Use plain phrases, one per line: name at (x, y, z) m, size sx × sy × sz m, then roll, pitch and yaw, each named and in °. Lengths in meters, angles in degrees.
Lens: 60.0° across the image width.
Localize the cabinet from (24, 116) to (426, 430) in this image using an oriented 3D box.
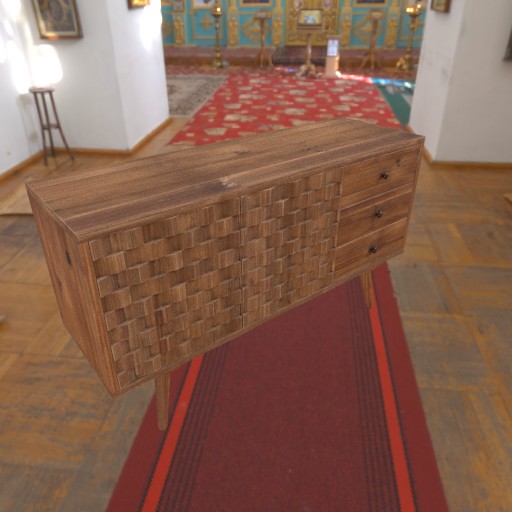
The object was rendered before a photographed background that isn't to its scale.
cabinet at (0.000, 0.000, 1.744) m, size 1.400 × 0.800 × 0.472 m, roll -22°, pitch 36°, yaw -33°
